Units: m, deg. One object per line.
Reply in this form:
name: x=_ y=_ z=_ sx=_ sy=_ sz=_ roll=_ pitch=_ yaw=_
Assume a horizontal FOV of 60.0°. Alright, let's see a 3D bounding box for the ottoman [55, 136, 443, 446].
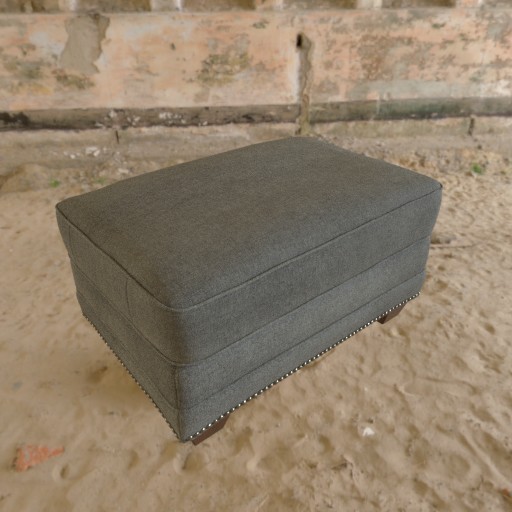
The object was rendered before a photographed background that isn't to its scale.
ottoman: x=0.000 y=0.000 z=1.148 sx=0.813 sy=0.457 sz=0.561 roll=-22 pitch=37 yaw=-33
